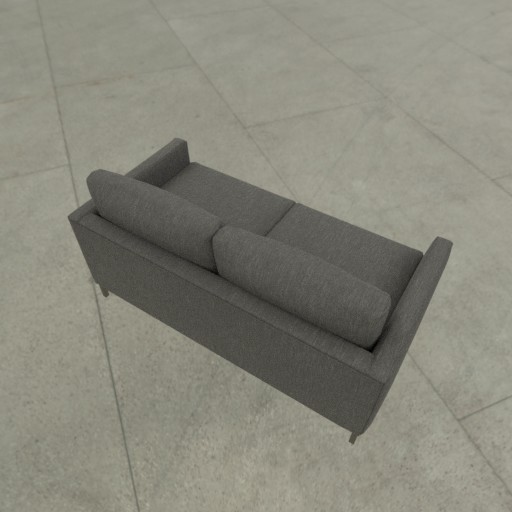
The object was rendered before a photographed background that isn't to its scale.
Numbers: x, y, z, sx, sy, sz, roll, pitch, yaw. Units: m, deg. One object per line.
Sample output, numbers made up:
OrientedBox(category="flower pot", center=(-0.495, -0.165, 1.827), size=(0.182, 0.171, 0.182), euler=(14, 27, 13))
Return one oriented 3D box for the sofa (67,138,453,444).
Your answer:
OrientedBox(category="sofa", center=(0.000, 0.000, 2.261), size=(1.682, 0.840, 0.875), euler=(25, 52, 22))
